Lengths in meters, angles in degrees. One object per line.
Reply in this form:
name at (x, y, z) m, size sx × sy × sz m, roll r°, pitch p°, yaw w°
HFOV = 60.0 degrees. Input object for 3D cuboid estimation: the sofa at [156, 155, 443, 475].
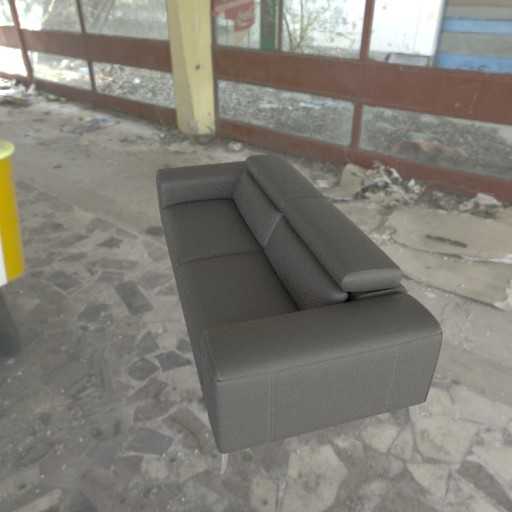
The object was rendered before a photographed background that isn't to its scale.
sofa at (0.000, 0.000, 2.787) m, size 1.023 × 0.759 × 2.321 m, roll -9°, pitch 32°, yaw -14°
